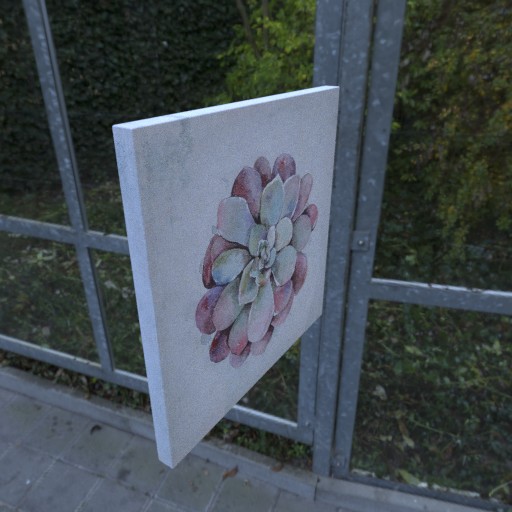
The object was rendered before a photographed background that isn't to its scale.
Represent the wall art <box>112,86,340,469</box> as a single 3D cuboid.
[{"bbox_3d":[0.000,0.000,0.907,0.044,0.605,0.605,17,31,30],"label":"wall art"}]
